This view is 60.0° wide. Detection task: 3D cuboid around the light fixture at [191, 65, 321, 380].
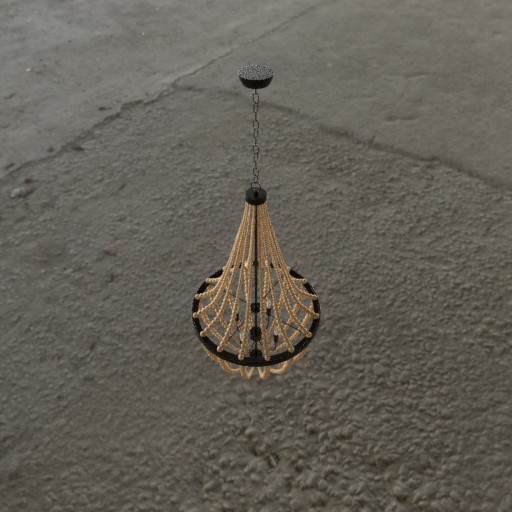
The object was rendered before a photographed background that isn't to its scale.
[{"bbox_3d":[0.000,0.000,1.369,0.450,1.133,0.450,0,45,0],"label":"light fixture"}]
